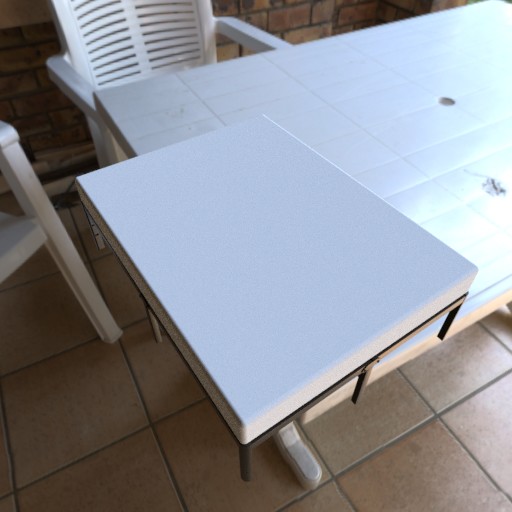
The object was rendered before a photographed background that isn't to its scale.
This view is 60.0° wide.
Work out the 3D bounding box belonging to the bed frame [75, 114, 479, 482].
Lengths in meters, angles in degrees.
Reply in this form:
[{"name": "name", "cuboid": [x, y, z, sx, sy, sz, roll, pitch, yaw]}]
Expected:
[{"name": "bed frame", "cuboid": [0.000, 0.000, 2.882, 1.557, 0.659, 2.072, -26, 51, -23]}]
